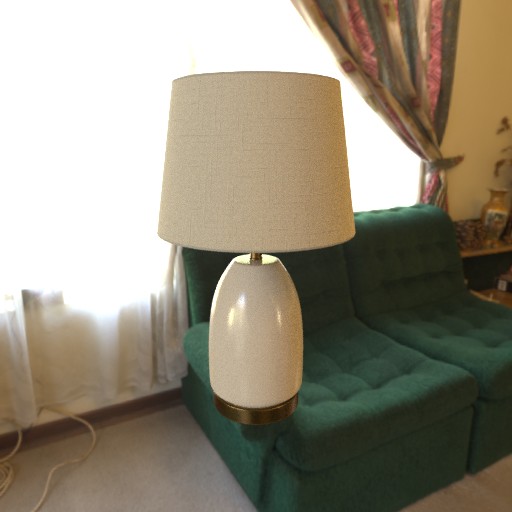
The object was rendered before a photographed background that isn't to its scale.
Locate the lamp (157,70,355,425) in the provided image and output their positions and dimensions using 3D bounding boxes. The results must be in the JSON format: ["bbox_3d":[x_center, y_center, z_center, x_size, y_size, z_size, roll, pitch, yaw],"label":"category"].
[{"bbox_3d":[0.000,0.000,0.662,0.285,0.483,0.285,0,14,0],"label":"lamp"}]
